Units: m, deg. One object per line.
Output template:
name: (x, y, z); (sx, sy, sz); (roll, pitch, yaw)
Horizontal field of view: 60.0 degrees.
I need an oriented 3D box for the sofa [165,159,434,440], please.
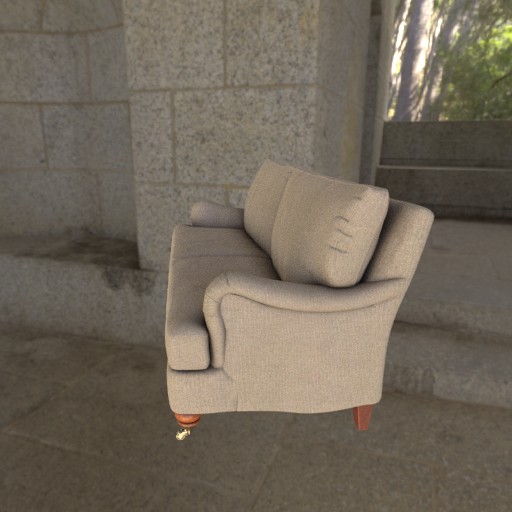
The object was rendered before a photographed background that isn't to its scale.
sofa: (0.000, 0.000, 2.753); (1.069, 1.096, 2.193); (-2, 15, -9)
